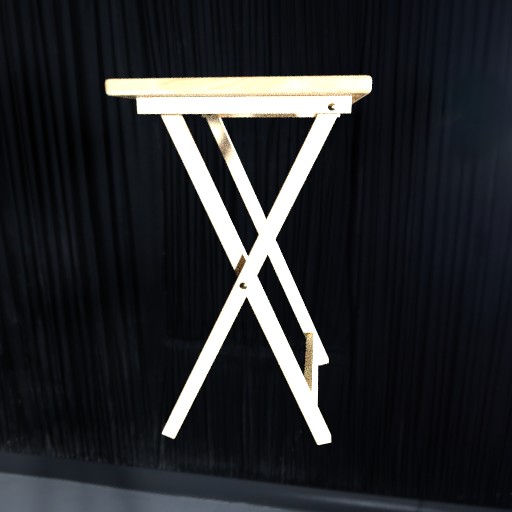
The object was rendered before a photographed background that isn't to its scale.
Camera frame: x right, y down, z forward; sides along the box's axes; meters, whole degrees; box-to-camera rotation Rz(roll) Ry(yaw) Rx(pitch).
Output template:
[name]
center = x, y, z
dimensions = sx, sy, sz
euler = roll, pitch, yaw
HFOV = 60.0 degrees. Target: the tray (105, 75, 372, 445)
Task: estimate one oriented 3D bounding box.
[tray]
center = 0.000, 0.000, 0.938
dimensions = 0.381, 0.660, 0.483
euler = 2, 17, 8
